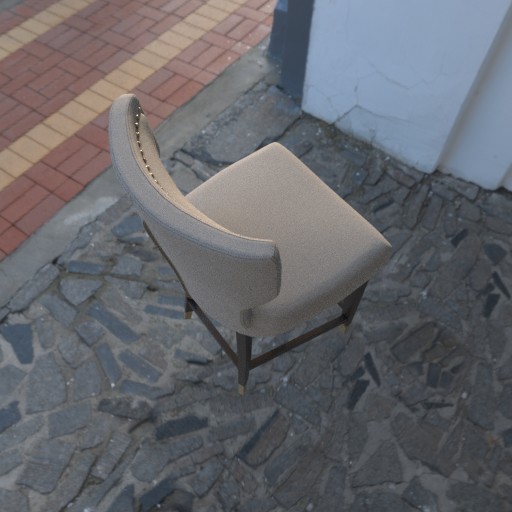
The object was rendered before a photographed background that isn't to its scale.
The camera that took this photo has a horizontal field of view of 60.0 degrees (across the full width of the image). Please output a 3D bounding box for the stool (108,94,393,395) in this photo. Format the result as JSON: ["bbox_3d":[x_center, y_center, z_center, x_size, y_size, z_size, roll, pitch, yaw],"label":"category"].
[{"bbox_3d":[0.000,0.000,1.288,0.563,0.982,0.527,-33,64,-19],"label":"stool"}]
